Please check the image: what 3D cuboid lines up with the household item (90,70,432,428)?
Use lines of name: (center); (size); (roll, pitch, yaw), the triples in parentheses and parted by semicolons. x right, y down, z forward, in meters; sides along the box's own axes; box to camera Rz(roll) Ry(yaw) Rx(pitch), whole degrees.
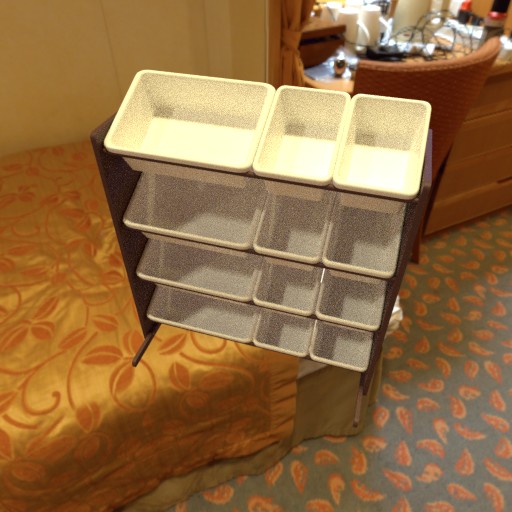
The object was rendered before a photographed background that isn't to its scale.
household item: (0.000, 0.000, 1.268); (0.787, 0.864, 0.389); (11, 43, 12)
